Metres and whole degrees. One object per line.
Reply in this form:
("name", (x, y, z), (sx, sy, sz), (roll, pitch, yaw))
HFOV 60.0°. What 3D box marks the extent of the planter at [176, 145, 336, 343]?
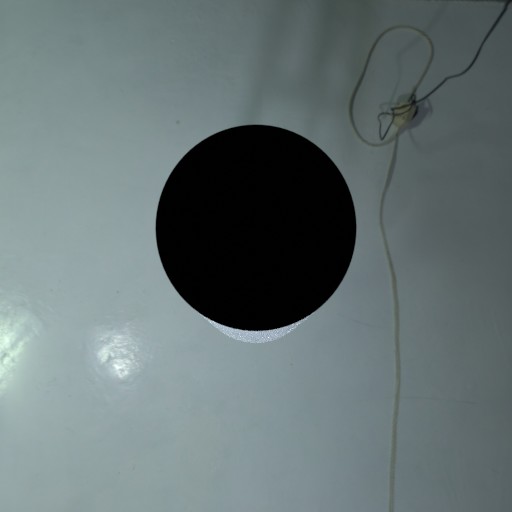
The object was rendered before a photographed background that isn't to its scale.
("planter", (0.000, 0.000, 0.127), (0.045, 0.103, 0.045), (-1, 77, 0))
